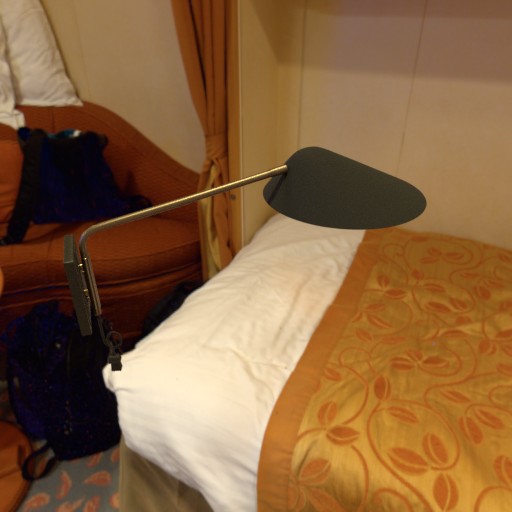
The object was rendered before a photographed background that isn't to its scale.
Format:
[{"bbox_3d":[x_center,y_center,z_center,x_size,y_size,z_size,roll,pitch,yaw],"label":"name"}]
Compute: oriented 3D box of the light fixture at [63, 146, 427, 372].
[{"bbox_3d":[0.000,0.000,0.666,0.516,0.312,0.240,-10,32,-17],"label":"light fixture"}]
